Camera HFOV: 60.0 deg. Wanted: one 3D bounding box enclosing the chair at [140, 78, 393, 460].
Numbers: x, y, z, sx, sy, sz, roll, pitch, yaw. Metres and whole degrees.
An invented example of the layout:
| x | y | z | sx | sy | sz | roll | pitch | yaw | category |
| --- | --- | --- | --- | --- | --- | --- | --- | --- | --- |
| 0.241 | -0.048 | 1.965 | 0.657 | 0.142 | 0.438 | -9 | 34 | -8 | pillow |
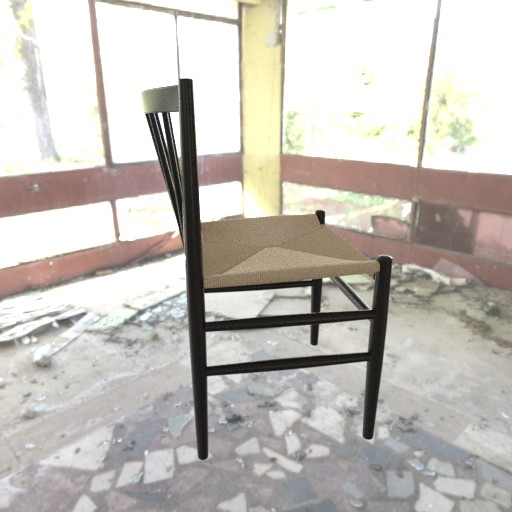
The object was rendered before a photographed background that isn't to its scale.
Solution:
| x | y | z | sx | sy | sz | roll | pitch | yaw | category |
| --- | --- | --- | --- | --- | --- | --- | --- | --- | --- |
| 0.000 | 0.000 | 1.138 | 0.516 | 0.818 | 0.495 | -3 | 19 | -9 | chair |
